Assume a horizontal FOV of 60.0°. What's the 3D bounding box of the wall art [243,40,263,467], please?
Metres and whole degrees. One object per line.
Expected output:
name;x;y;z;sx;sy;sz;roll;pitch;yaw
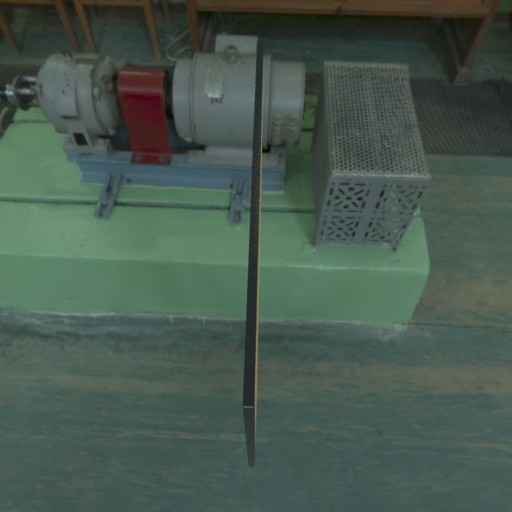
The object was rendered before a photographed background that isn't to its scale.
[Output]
wall art;0.000;0.000;1.026;0.015;0.552;0.819;1;57;1
